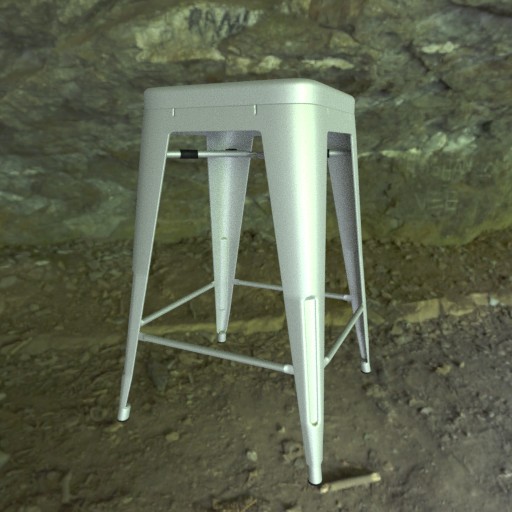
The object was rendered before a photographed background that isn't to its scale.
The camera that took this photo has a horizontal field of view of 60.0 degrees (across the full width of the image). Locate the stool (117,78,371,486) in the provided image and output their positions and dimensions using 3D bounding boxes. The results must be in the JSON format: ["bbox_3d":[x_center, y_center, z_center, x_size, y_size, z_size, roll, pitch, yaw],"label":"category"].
[{"bbox_3d":[0.000,0.000,0.876,0.410,0.608,0.410,6,15,24],"label":"stool"}]
